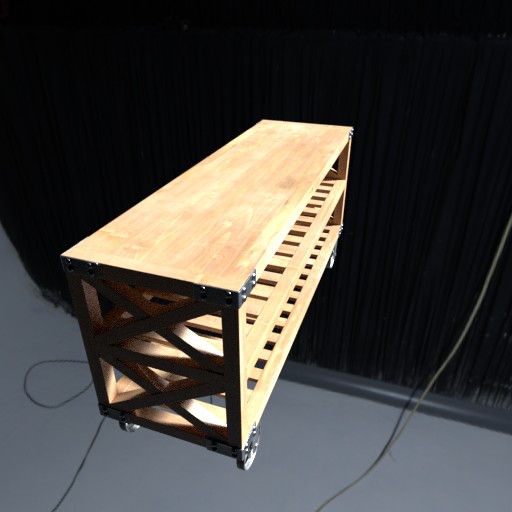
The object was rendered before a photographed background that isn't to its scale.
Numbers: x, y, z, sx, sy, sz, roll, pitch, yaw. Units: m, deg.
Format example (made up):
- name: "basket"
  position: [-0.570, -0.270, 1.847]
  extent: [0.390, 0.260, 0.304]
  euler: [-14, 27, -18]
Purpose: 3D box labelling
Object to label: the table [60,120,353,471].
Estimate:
- name: "table"
  position: [0.000, 0.000, 1.757]
  extent: [0.467, 0.711, 1.487]
  euler: [10, 31, 17]
